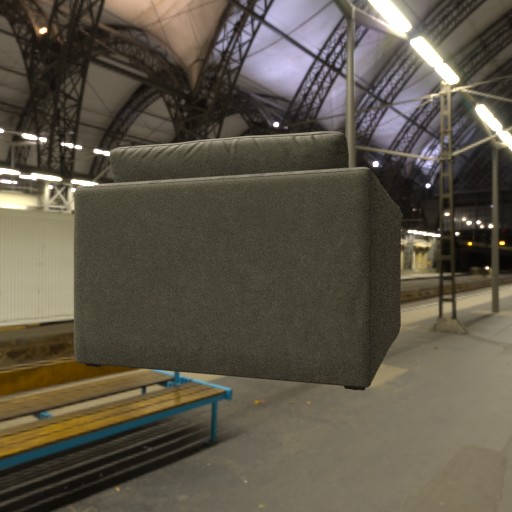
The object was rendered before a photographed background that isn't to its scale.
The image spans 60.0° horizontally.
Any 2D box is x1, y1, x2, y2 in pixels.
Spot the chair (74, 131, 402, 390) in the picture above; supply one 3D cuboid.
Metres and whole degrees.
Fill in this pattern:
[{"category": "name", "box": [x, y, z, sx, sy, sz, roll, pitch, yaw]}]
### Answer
[{"category": "chair", "box": [0.000, 0.000, 1.921, 1.190, 0.845, 1.091, 0, -1, 18]}]
